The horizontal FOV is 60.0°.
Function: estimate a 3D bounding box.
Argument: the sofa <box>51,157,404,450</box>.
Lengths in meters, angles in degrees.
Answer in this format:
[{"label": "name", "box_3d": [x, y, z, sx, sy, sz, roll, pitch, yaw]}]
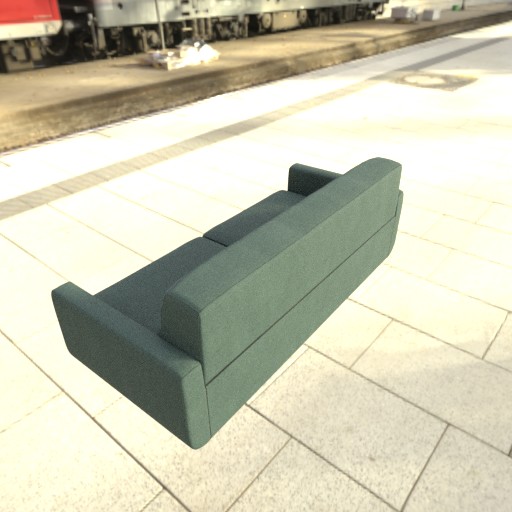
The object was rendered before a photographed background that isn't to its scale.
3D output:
[{"label": "sofa", "box_3d": [0.000, 0.000, 2.550, 0.909, 0.841, 2.029, 23, 39, 31]}]
